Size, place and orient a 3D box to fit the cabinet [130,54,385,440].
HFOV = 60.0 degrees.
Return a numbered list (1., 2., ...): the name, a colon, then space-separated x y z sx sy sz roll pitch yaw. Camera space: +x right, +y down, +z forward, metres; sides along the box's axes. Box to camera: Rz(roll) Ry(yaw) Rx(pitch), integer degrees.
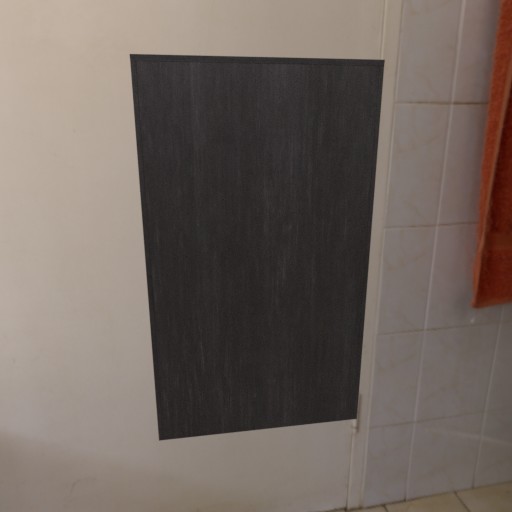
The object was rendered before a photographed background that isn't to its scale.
1. cabinet: 0.000 0.000 1.588 0.750 1.280 0.250 -3 17 -9
